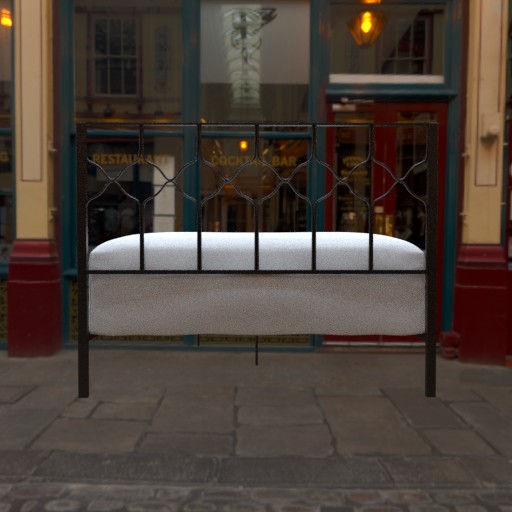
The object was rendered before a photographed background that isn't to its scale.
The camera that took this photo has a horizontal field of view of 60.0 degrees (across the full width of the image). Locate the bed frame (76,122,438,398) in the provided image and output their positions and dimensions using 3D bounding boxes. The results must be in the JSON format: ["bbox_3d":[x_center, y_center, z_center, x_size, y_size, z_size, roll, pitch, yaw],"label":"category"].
[{"bbox_3d":[0.000,0.000,2.997,1.597,1.222,2.063,0,1,0],"label":"bed frame"}]
